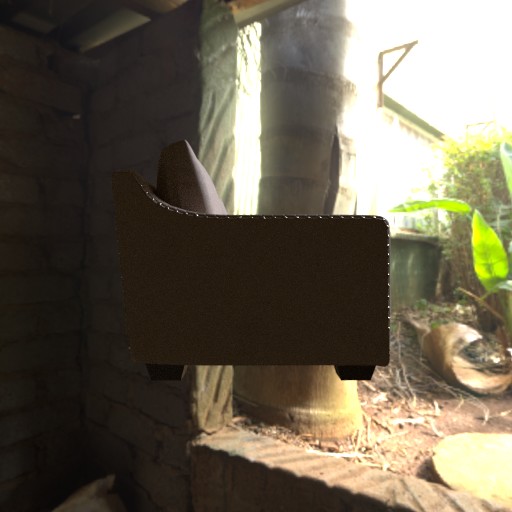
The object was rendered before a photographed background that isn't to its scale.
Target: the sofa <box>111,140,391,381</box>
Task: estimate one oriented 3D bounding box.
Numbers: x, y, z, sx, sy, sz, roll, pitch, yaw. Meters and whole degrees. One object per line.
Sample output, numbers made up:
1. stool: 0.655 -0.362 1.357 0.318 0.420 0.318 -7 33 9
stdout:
1. sofa: 0.000 0.000 2.547 1.030 0.901 1.967 0 0 0
